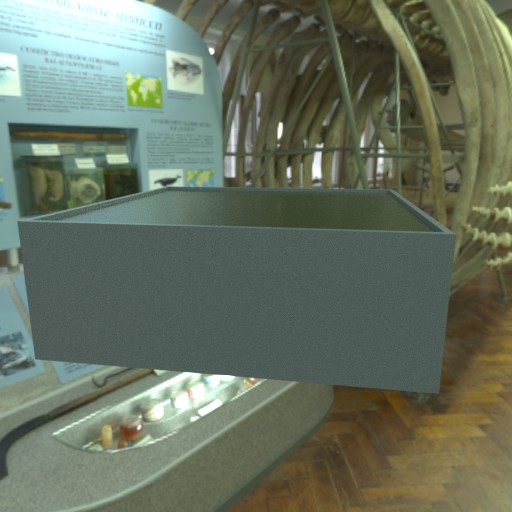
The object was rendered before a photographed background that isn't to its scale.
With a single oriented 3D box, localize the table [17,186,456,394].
[{"bbox_3d":[0.000,0.000,1.211,0.801,0.299,0.801,2,14,9],"label":"table"}]
